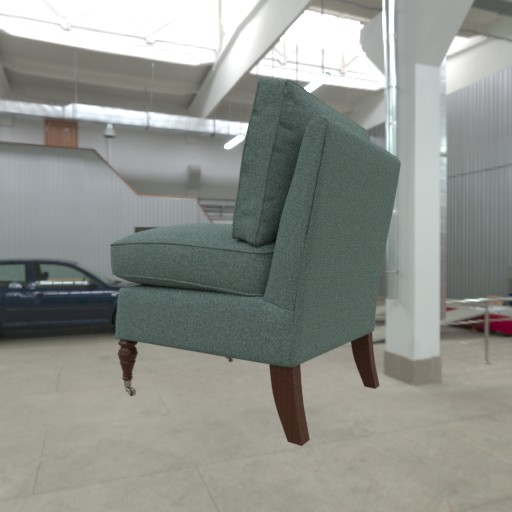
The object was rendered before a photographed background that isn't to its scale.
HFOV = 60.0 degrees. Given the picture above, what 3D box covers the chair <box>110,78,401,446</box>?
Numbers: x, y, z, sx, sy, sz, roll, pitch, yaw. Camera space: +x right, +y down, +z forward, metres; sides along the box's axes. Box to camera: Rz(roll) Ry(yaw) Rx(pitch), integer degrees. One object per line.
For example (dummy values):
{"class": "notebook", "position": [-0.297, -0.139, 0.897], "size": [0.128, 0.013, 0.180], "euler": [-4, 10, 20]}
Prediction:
{"class": "chair", "position": [0.000, 0.000, 1.472], "size": [0.796, 0.901, 0.624], "euler": [0, 1, 34]}
